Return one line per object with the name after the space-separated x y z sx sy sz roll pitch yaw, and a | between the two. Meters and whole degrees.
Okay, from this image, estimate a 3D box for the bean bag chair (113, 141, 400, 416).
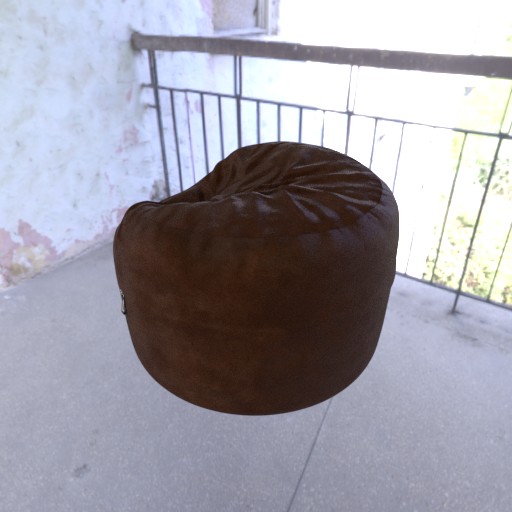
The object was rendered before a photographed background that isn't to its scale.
0.000 0.000 1.512 0.918 0.616 0.918 0 31 0 | bean bag chair
